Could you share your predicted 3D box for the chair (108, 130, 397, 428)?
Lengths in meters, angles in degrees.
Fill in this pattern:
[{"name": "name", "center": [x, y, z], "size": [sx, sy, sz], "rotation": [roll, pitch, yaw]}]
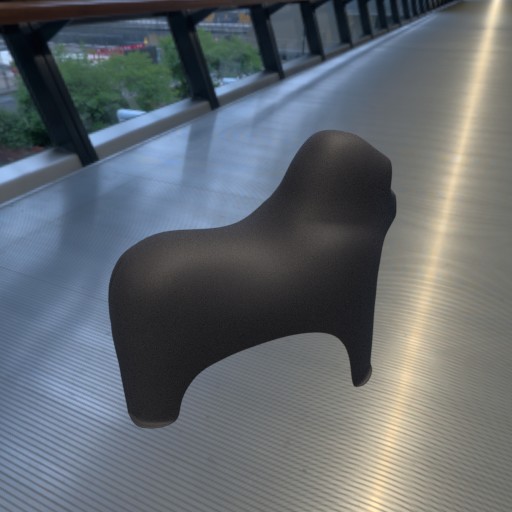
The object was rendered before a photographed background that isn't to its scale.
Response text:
[{"name": "chair", "center": [0.000, 0.000, 1.138], "size": [0.758, 0.600, 0.490], "rotation": [-11, 32, -17]}]
